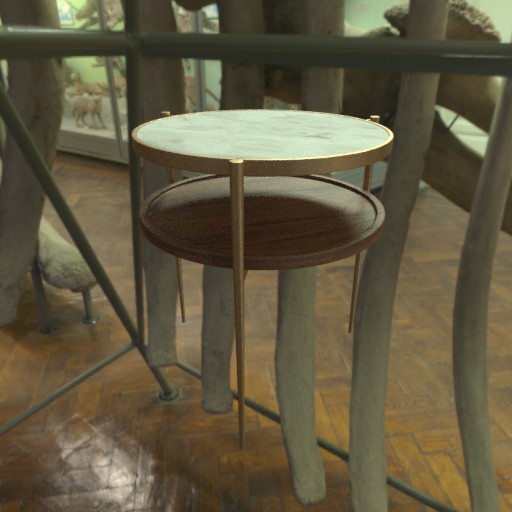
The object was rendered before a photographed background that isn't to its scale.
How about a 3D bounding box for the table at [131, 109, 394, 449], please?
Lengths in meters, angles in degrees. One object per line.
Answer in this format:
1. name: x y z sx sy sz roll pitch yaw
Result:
1. table: 0.000 0.000 0.853 0.456 0.493 0.430 19 32 32
